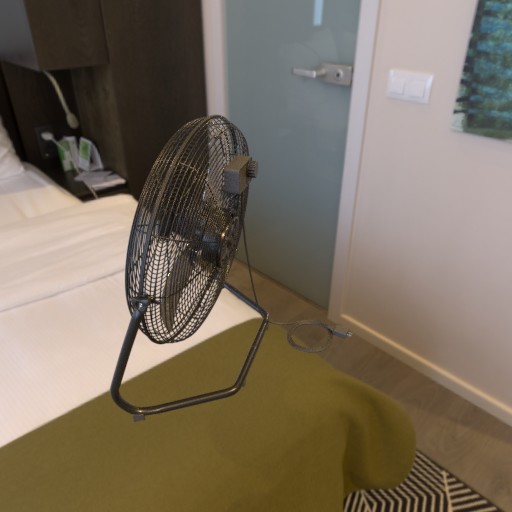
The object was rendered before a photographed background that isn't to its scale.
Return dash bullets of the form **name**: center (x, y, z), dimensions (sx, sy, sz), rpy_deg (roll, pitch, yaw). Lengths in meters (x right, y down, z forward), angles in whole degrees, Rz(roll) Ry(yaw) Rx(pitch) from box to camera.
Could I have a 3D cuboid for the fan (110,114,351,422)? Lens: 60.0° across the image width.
- **fan**: center (0.000, 0.000, 1.012), dimensions (0.470, 0.605, 0.595), rpy_deg (9, 32, 14)
